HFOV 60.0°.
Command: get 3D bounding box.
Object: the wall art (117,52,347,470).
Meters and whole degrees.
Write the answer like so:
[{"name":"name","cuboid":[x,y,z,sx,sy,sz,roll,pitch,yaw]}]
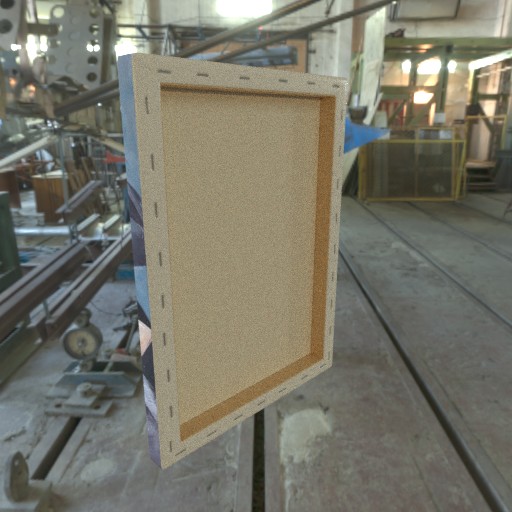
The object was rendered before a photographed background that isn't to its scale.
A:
[{"name":"wall art","cuboid":[0.000,0.000,0.783,0.455,0.613,0.037,-16,23,-42]}]
